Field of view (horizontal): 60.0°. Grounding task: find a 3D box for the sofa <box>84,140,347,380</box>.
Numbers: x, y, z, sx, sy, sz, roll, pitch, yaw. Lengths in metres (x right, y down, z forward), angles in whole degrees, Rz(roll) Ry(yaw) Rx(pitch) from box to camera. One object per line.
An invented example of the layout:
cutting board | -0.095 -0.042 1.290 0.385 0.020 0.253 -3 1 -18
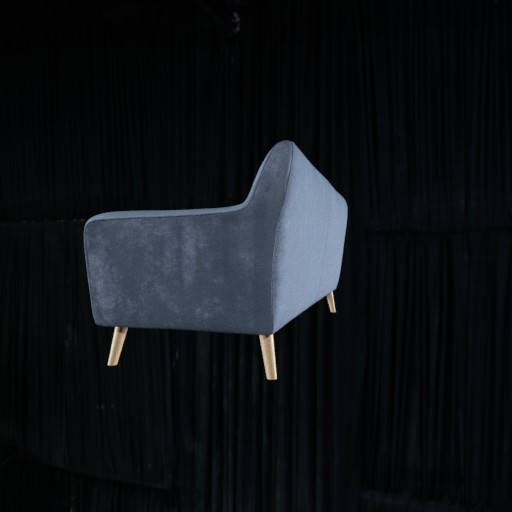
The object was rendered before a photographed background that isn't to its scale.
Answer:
sofa | 0.000 0.000 2.471 0.841 0.832 1.975 0 1 17
